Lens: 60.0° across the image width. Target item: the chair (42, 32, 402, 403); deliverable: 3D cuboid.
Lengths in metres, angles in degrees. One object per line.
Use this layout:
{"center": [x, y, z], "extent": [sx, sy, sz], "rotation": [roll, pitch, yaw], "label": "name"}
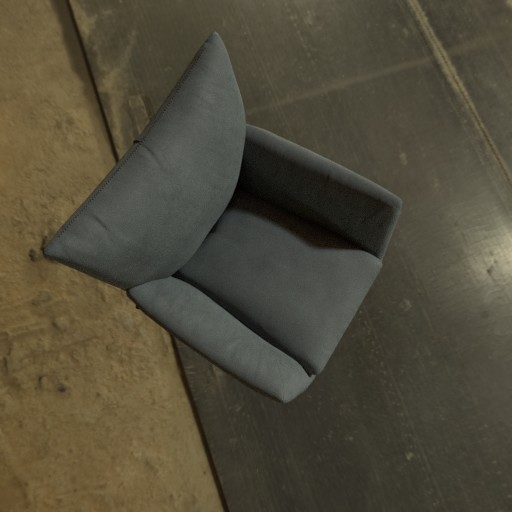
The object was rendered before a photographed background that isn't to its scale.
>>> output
{"center": [0.000, 0.000, 1.382], "extent": [0.709, 0.858, 0.678], "rotation": [32, 78, 8], "label": "chair"}
